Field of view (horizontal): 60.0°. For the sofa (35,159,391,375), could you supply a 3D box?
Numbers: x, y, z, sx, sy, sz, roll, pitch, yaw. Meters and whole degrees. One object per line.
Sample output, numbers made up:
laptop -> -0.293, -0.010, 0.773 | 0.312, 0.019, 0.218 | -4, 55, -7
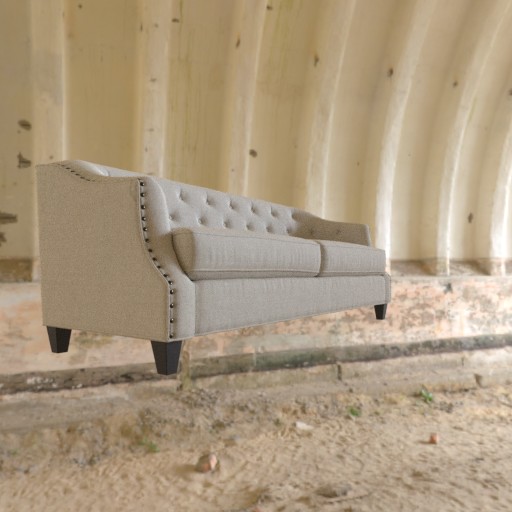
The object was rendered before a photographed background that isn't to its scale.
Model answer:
sofa -> 0.000, 0.000, 2.663 | 0.914, 0.901, 2.235 | -1, -2, 36
